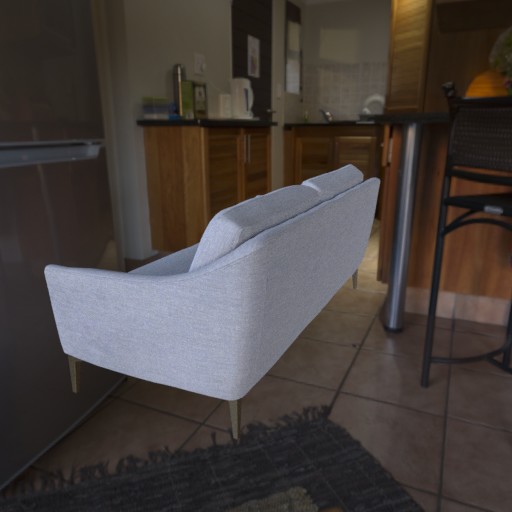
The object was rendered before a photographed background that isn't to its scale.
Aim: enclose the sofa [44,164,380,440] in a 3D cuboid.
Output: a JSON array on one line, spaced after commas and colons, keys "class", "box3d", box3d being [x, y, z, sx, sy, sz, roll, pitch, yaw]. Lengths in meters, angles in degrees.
[{"class": "sofa", "box3d": [0.000, 0.000, 2.534, 0.980, 0.913, 2.036, 8, 19, 25]}]
